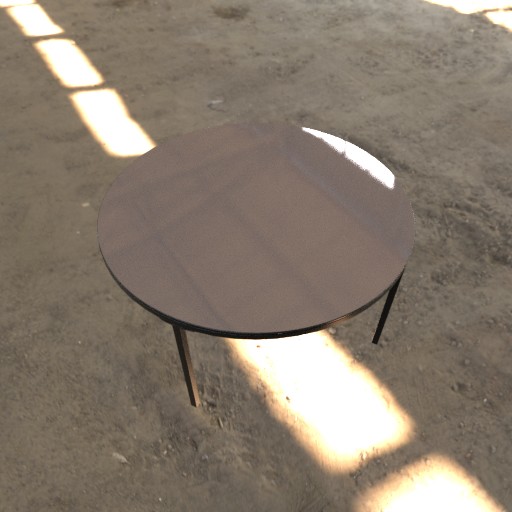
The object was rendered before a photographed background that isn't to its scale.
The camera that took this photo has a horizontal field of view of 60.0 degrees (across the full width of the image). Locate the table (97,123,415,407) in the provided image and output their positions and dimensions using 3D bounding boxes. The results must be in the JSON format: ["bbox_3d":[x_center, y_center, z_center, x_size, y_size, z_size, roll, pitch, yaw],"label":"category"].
[{"bbox_3d":[0.000,0.000,1.289,0.800,0.400,0.800,0,46,0],"label":"table"}]
